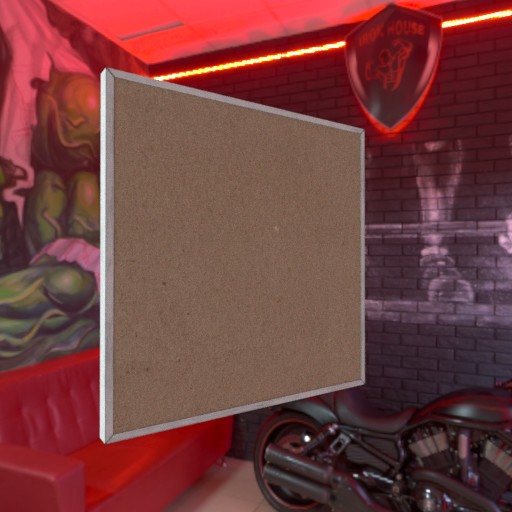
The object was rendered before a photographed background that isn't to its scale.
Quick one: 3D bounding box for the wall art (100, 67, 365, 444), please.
[{"bbox_3d":[0.000,0.000,1.125,0.762,0.762,0.038,0,0,-34],"label":"wall art"}]
